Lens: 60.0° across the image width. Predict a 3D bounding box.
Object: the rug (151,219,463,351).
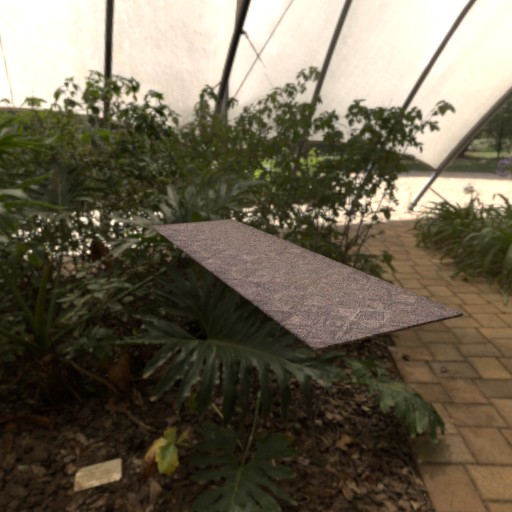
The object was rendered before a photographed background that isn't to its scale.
[{"bbox_3d":[0.000,0.000,2.571,0.691,0.011,2.296,-7,17,-25],"label":"rug"}]
